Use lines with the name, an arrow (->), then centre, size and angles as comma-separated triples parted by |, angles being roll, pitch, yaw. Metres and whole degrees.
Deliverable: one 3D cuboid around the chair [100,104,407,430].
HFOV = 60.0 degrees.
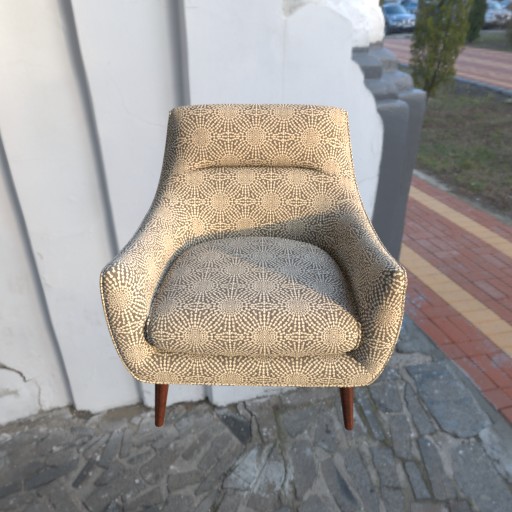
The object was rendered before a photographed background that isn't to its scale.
chair -> 0.000, 0.000, 1.461 | 0.762, 0.838, 0.787 | 1, 30, 1
